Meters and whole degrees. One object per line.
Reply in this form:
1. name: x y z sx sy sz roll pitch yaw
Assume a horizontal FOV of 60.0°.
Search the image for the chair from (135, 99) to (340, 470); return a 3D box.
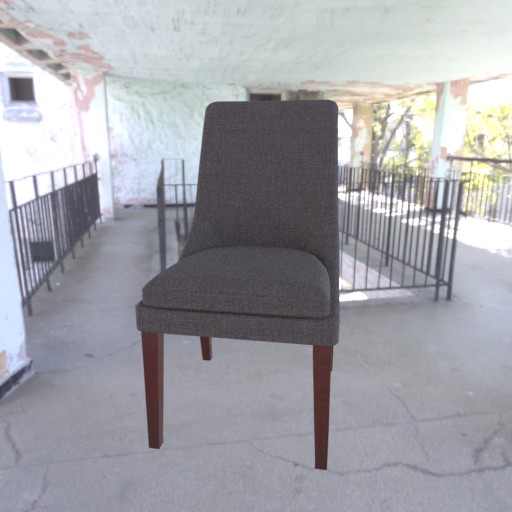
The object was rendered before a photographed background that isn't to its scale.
1. chair: 0.000 0.000 1.353 0.508 0.952 0.655 3 14 10
